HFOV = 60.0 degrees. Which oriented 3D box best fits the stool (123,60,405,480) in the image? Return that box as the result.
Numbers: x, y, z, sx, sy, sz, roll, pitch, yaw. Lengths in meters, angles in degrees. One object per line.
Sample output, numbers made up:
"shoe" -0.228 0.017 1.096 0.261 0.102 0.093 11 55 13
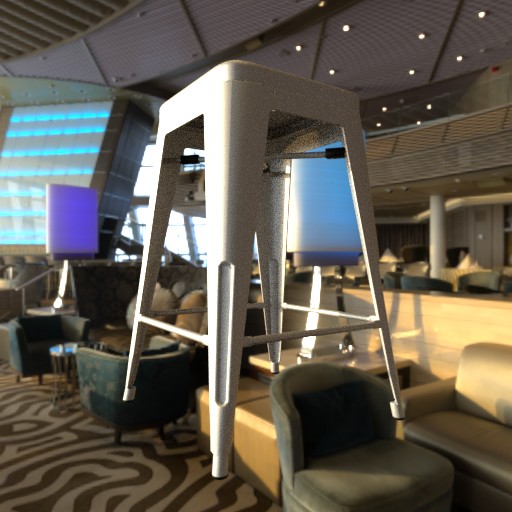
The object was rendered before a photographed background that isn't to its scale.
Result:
"stool" 0.000 0.000 0.877 0.406 0.610 0.406 0 0 -34
